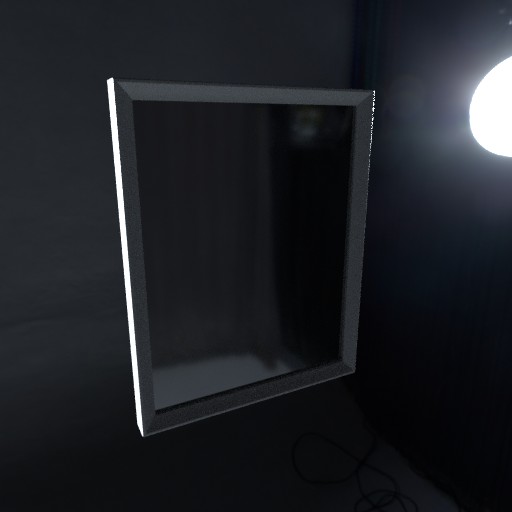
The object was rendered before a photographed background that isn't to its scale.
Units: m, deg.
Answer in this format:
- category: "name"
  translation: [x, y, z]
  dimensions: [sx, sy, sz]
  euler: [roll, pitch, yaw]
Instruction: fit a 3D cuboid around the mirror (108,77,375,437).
- category: "mirror"
  translation: [0.000, 0.000, 0.706]
  dimensions: [0.406, 0.509, 0.041]
  euler: [-8, 18, -26]
